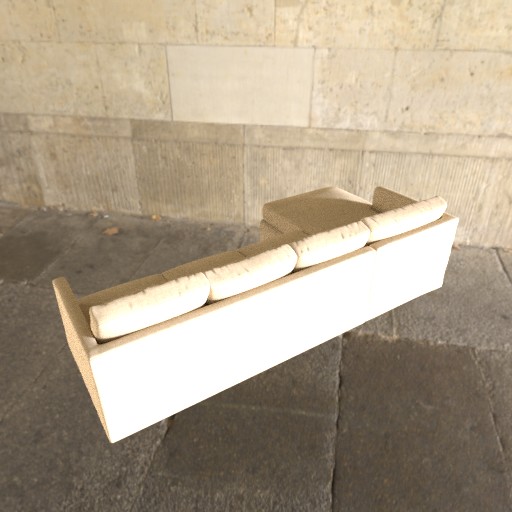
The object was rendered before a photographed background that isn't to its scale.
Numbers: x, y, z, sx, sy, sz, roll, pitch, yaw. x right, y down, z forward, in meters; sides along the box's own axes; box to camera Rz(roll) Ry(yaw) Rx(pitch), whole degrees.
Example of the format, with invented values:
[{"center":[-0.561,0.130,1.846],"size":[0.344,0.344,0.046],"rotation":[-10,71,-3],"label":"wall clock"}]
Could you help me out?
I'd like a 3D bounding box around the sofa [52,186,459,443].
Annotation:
[{"center":[0.000,0.000,3.829],"size":[3.205,0.922,1.650],"rotation":[-18,35,-28],"label":"sofa"}]
